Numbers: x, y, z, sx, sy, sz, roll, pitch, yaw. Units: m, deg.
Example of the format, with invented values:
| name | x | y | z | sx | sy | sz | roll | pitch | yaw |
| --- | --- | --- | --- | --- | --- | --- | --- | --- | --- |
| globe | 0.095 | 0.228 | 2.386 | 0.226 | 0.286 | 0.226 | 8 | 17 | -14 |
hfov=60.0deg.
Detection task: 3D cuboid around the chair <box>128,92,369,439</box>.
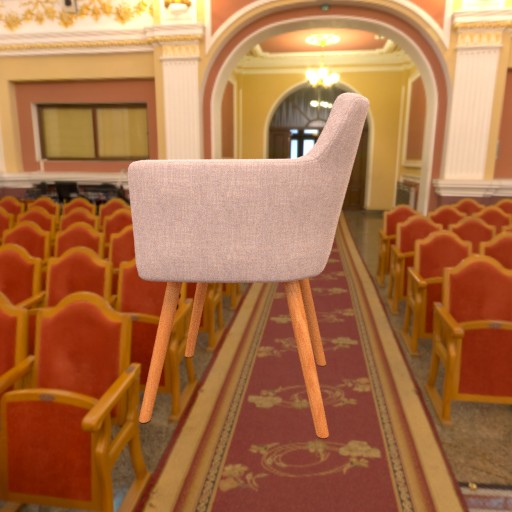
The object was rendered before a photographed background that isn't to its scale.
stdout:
| name | x | y | z | sx | sy | sz | roll | pitch | yaw |
| --- | --- | --- | --- | --- | --- | --- | --- | --- | --- |
| chair | 0.000 | 0.000 | 1.175 | 0.540 | 0.780 | 0.570 | 2 | 12 | 8 |
